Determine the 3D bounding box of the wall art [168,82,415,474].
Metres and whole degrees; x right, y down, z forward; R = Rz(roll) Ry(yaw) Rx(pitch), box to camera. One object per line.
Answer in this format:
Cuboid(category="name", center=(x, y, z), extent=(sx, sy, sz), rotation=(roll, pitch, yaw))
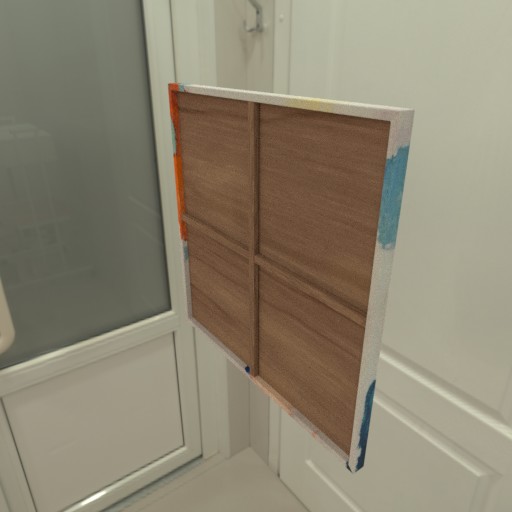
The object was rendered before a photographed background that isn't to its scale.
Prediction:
Cuboid(category="wall art", center=(0.000, 0.000, 1.171), extent=(0.037, 0.814, 0.814), rotation=(-17, 30, -33))
